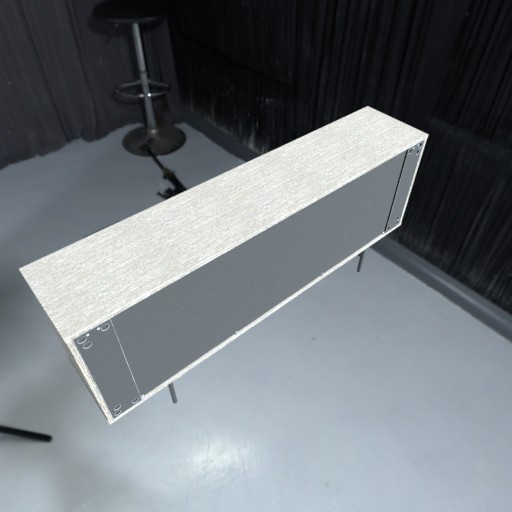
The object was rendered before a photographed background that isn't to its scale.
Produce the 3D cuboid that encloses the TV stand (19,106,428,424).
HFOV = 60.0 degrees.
[{"bbox_3d":[0.000,0.000,2.091,1.804,0.787,0.405,-31,53,-27],"label":"TV stand"}]
